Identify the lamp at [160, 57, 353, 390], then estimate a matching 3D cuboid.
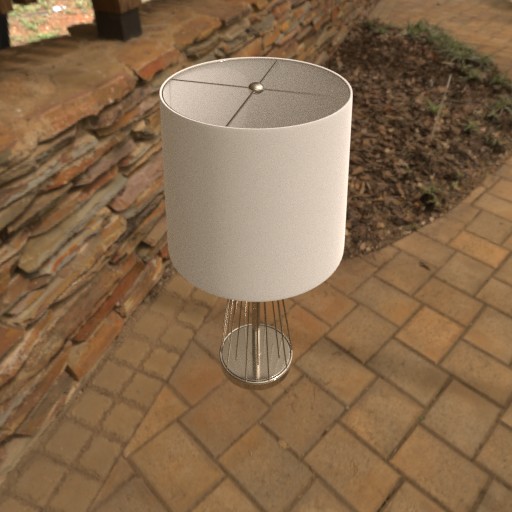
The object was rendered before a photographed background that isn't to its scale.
[{"bbox_3d":[0.000,0.000,0.799,0.303,0.618,0.303,0,41,0],"label":"lamp"}]
